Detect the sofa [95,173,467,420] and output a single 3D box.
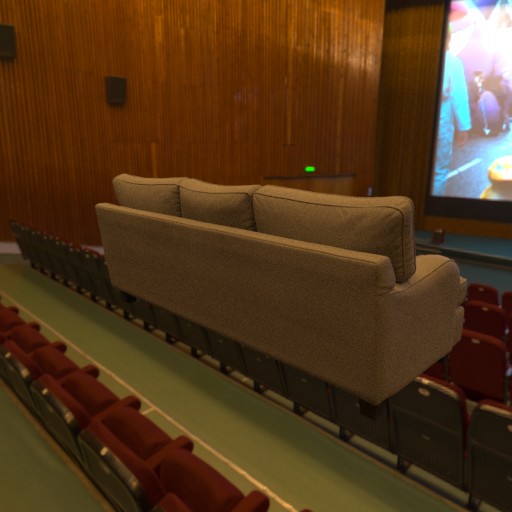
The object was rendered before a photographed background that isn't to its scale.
[{"bbox_3d":[0.000,0.000,2.844,2.323,0.991,1.016,14,20,43],"label":"sofa"}]
